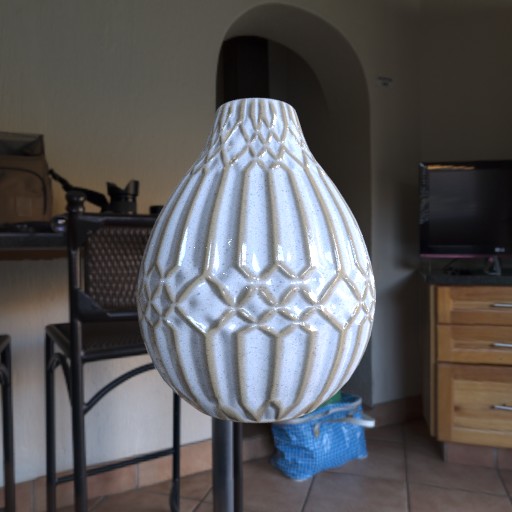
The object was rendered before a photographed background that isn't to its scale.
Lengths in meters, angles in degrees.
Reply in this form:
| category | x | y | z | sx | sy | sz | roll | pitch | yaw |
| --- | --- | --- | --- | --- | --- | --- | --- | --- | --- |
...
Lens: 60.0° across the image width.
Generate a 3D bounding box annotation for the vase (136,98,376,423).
| category | x | y | z | sx | sy | sz | roll | pitch | yaw |
| --- | --- | --- | --- | --- | --- | --- | --- | --- | --- |
| vase | 0.000 | 0.000 | 0.305 | 0.159 | 0.200 | 0.159 | 0 | 0 | 0 |
